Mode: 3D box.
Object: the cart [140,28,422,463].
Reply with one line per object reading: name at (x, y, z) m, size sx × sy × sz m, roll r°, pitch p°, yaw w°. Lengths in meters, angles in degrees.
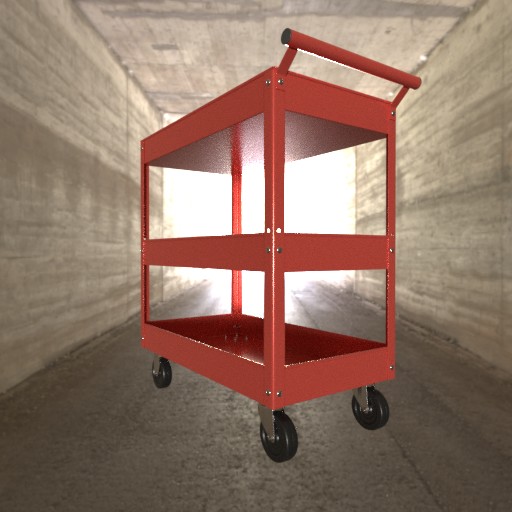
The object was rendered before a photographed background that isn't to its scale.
cart at (0.000, 0.000, 1.144) m, size 0.366 × 0.780 × 0.719 m, roll 0°, pitch 1°, yaw -35°
